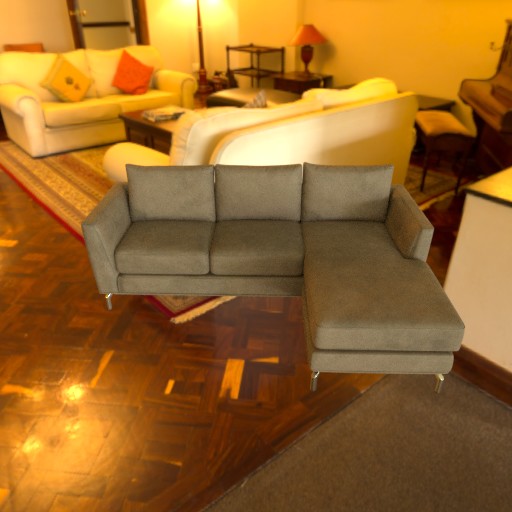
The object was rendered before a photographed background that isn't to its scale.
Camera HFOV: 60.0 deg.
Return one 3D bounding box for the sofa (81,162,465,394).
[{"bbox_3d":[0.000,0.000,3.188,2.438,0.987,1.622,1,30,1],"label":"sofa"}]
